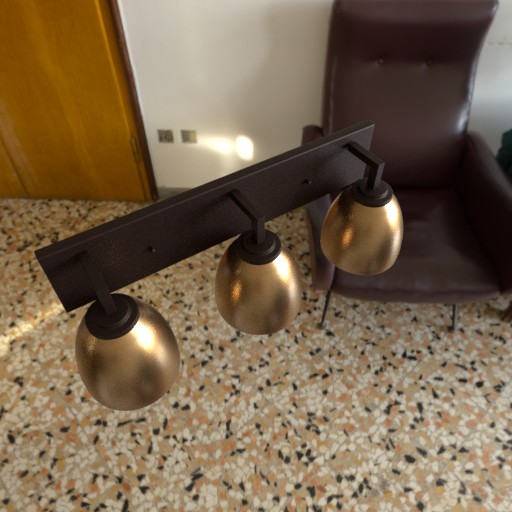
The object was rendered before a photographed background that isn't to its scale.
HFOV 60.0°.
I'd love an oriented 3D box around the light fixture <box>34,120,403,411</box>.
[{"bbox_3d":[0.000,0.000,0.666,0.582,0.204,0.157,-26,53,-21],"label":"light fixture"}]
